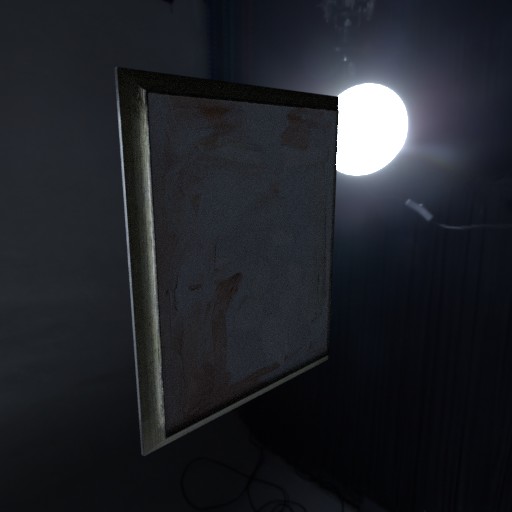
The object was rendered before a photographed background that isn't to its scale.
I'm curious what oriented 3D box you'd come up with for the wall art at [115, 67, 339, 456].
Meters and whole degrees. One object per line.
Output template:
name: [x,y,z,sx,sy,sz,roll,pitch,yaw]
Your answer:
wall art: [0.000,0.000,0.628,0.381,0.457,0.023,-13,19,-42]
